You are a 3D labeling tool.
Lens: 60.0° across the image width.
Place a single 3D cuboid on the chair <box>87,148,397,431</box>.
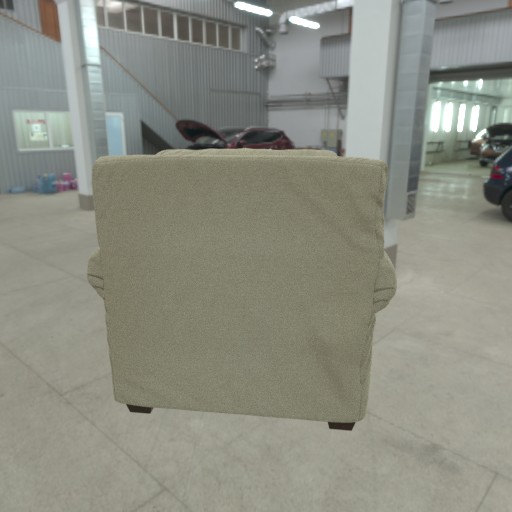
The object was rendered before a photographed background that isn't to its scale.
[{"bbox_3d":[0.000,0.000,1.782,0.940,0.866,1.066,2,16,7],"label":"chair"}]
